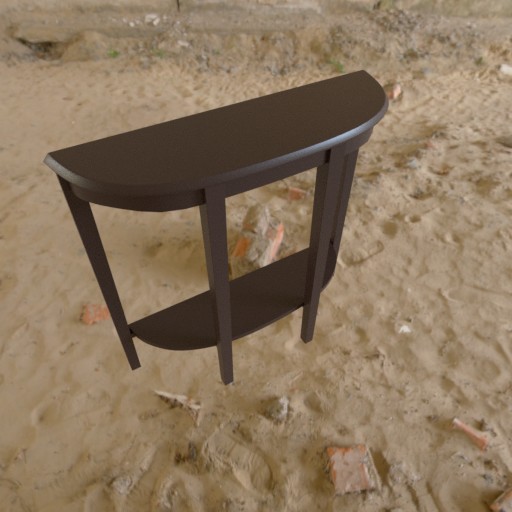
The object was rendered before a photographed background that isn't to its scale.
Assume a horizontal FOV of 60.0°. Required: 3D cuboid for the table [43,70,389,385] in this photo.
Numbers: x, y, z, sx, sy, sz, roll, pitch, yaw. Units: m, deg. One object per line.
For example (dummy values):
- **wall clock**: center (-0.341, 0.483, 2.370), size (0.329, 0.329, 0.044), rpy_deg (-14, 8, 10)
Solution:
- **table**: center (0.000, 0.000, 1.319), size (0.909, 0.831, 0.274), rpy_deg (-23, 49, -21)
